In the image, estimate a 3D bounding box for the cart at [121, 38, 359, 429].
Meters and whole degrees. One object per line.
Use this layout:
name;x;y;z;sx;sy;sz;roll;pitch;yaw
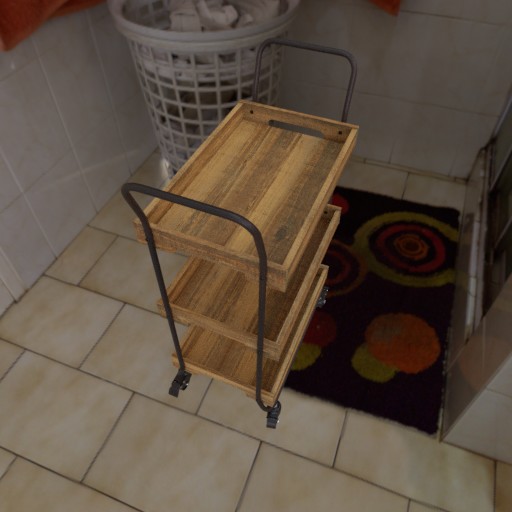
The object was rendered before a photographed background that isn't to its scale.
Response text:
cart;0.000;0.000;1.149;0.339;0.857;0.583;18;51;15
